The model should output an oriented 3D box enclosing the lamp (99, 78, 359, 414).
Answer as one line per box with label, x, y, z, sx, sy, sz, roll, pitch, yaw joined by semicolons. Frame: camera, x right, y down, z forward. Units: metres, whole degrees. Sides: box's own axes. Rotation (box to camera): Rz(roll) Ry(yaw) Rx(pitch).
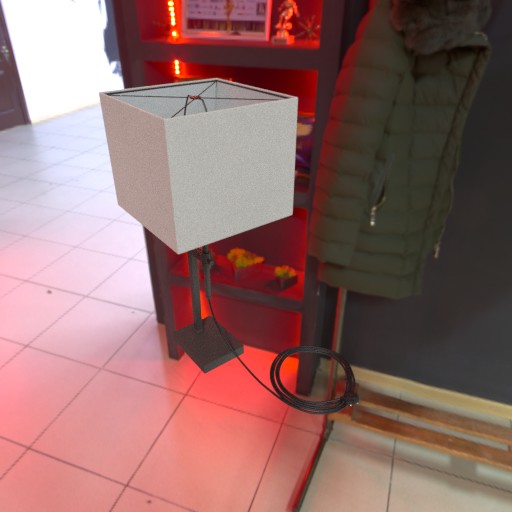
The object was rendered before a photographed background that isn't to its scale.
lamp;0.000;0.000;0.977;0.399;0.660;0.504;-21;37;-32
